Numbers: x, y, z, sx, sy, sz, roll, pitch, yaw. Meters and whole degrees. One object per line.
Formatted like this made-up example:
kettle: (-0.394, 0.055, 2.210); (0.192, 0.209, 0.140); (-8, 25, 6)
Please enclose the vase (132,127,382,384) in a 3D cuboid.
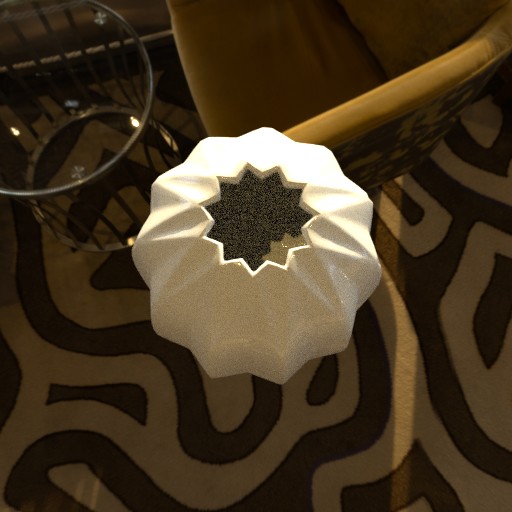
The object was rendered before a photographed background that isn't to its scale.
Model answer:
vase: (0.000, 0.000, 0.250); (0.139, 0.134, 0.139); (0, 76, 0)
